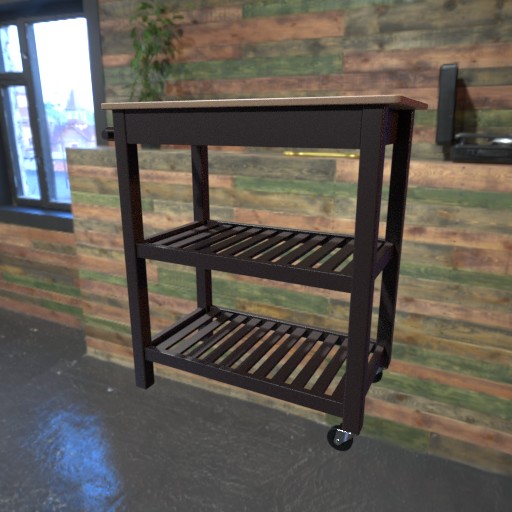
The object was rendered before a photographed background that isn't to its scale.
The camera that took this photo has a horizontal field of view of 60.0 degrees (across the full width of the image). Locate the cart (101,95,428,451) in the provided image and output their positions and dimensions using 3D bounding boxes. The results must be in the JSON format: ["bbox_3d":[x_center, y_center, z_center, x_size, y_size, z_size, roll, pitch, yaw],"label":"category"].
[{"bbox_3d":[0.000,0.000,1.427,0.899,0.927,0.457,8,18,26],"label":"cart"}]
